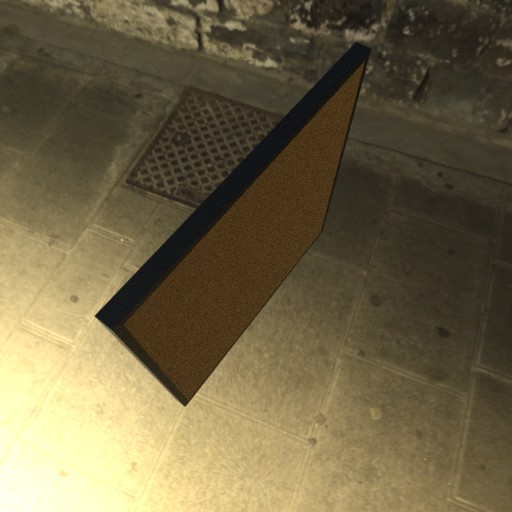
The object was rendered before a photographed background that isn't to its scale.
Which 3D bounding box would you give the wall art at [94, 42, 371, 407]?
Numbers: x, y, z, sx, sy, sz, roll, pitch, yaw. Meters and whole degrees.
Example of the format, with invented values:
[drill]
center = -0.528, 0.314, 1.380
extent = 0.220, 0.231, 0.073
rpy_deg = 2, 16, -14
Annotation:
[wall art]
center = 0.000, 0.000, 1.138
extent = 0.038, 0.763, 0.763
rpy_deg = 34, 68, 16
